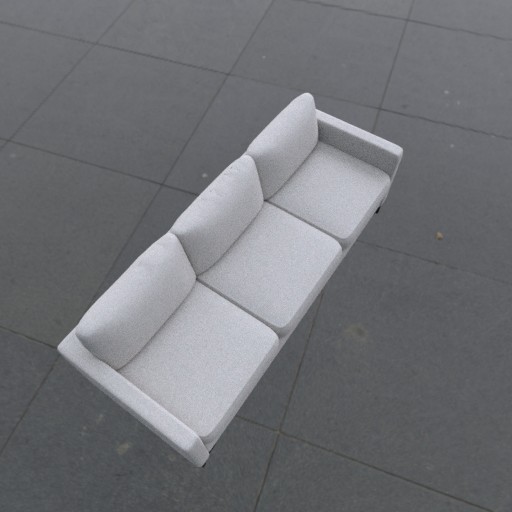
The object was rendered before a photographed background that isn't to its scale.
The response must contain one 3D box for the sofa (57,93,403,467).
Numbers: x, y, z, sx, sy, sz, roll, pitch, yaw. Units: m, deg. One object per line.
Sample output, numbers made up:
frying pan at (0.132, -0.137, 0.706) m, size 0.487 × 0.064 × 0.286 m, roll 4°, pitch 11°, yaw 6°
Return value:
sofa at (0.000, 0.000, 2.692) m, size 0.859 × 0.874 × 2.218 m, roll 30°, pitch 63°, yaw 17°
